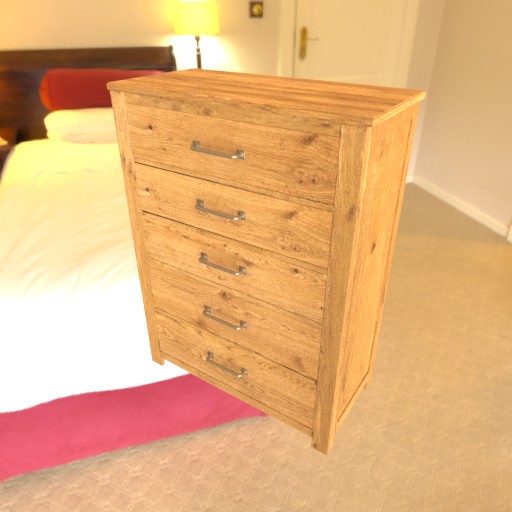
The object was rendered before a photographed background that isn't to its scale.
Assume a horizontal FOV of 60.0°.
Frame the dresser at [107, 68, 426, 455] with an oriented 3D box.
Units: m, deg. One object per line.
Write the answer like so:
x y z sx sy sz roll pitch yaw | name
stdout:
0.000 0.000 1.984 1.081 1.431 0.558 18 35 29 | dresser
